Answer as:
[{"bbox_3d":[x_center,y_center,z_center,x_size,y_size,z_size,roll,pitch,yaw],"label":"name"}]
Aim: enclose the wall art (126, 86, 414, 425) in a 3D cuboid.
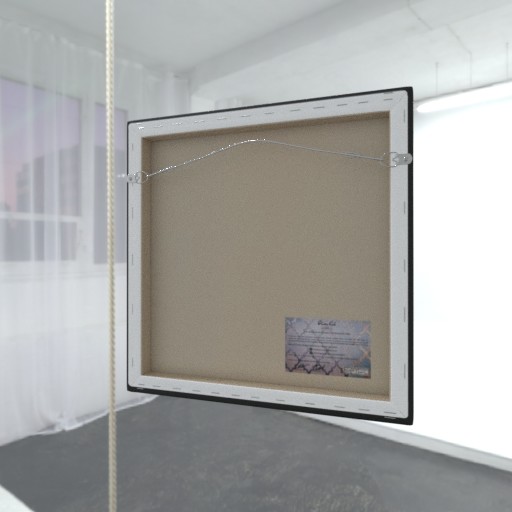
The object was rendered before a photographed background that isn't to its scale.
[{"bbox_3d":[0.000,0.000,0.911,0.610,0.611,0.043,0,0,20],"label":"wall art"}]
